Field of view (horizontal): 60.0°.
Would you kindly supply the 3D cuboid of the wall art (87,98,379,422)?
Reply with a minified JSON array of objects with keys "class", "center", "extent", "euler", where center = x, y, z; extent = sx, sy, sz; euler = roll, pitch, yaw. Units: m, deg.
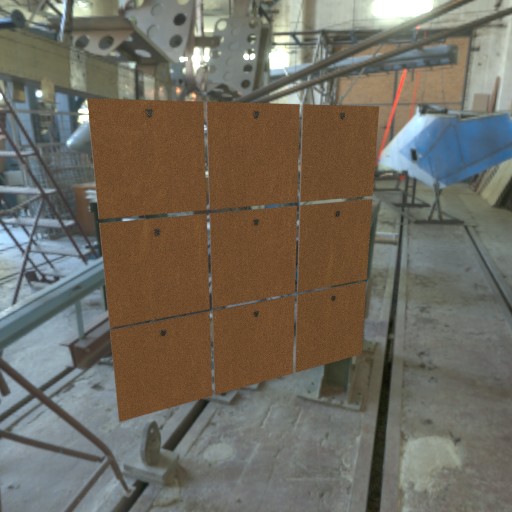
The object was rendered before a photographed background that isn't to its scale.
[{"class":"wall art","center":[0.000,0.000,2.329],"extent":[1.526,1.522,0.023],"euler":[-8,18,-26]}]
